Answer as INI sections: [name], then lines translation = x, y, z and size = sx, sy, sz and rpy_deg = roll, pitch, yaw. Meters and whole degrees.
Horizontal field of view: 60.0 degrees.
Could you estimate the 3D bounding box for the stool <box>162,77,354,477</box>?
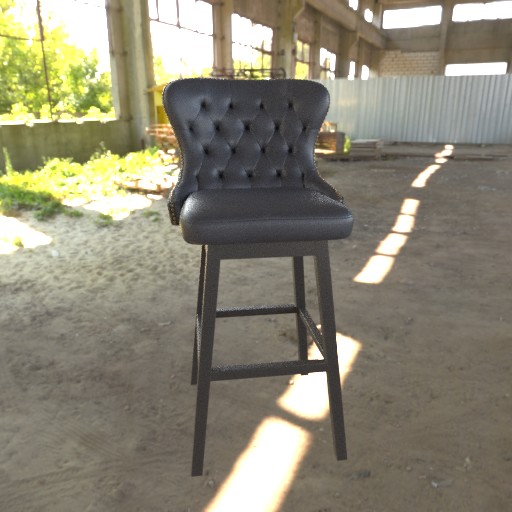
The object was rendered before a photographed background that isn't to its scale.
[stool]
translation = 0.000, 0.000, 1.356
size = 0.528, 1.050, 0.601
rpy_deg = -3, 18, -8
